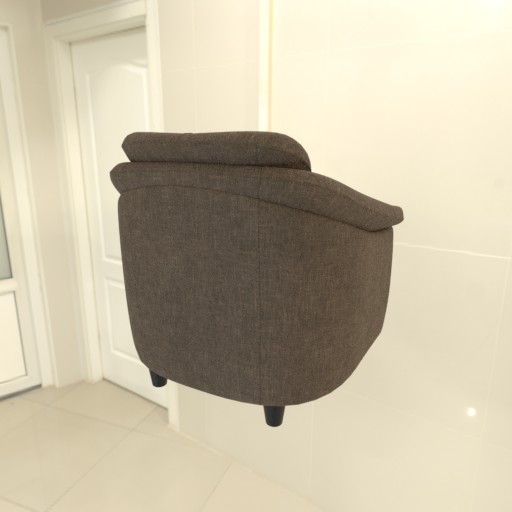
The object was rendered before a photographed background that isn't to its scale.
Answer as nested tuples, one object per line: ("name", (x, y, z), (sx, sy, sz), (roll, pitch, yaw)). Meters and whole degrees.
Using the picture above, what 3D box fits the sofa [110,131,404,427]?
("sofa", (0.000, 0.000, 1.512), (0.870, 0.811, 0.794), (8, 17, 28))
